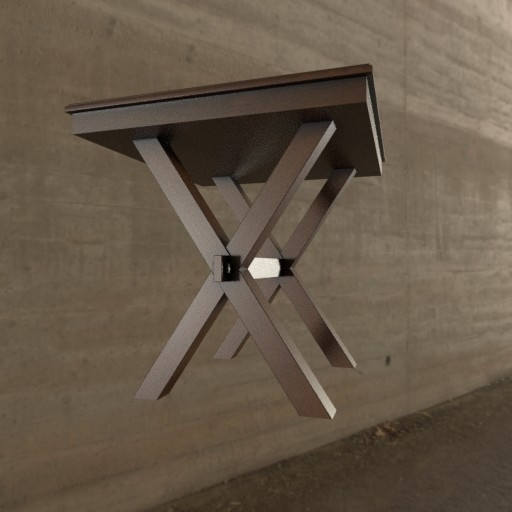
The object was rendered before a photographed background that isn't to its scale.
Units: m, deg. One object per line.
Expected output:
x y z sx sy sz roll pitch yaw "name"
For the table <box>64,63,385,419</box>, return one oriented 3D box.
0.000 0.000 1.025 0.560 0.562 0.602 0 -1 18 "table"
